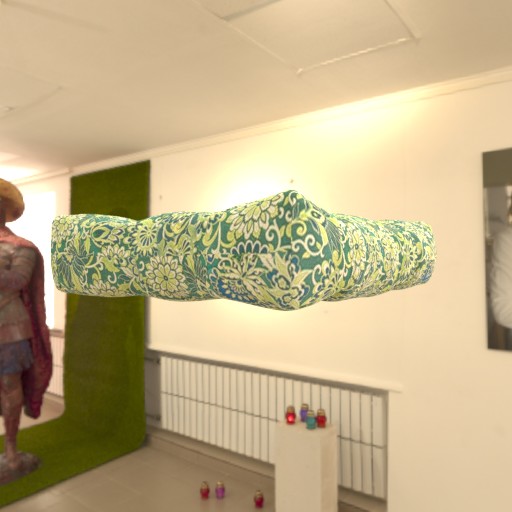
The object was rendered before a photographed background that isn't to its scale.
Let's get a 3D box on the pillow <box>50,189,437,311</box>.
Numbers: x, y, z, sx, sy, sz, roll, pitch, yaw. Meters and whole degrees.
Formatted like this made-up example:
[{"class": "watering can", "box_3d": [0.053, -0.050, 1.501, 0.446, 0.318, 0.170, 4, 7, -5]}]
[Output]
[{"class": "pillow", "box_3d": [0.000, 0.000, 0.736, 0.468, 0.128, 0.490, -1, -1, 36]}]
